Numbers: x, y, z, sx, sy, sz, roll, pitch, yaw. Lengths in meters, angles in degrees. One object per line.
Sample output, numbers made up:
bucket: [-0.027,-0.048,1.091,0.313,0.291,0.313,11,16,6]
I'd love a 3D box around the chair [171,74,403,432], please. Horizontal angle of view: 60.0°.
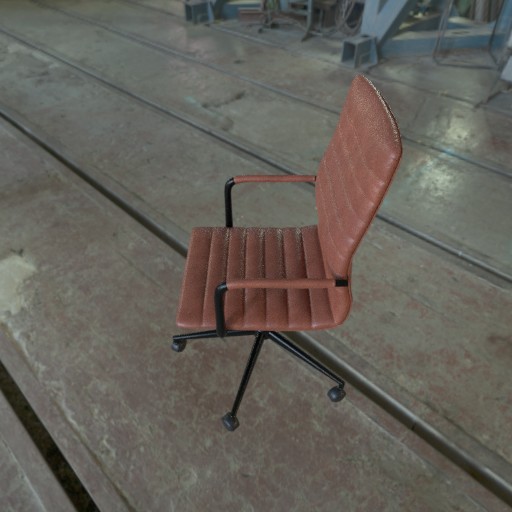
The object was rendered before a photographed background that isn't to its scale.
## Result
chair: [0.000,0.000,1.245,0.578,0.878,0.600,0,41,0]
